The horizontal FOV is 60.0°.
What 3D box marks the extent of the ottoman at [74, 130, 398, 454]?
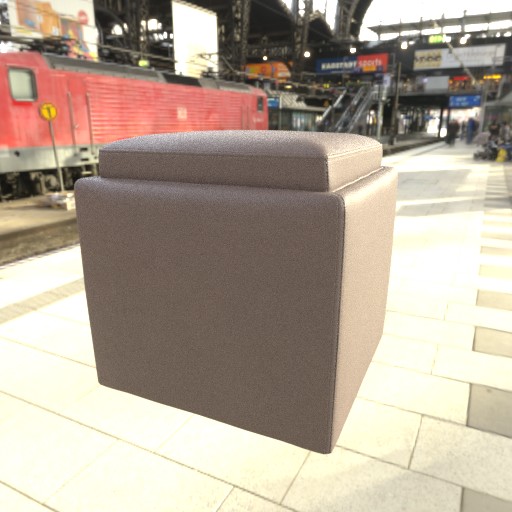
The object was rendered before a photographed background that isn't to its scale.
[{"bbox_3d":[0.000,0.000,0.843,0.450,0.460,0.451,8,18,24],"label":"ottoman"}]
